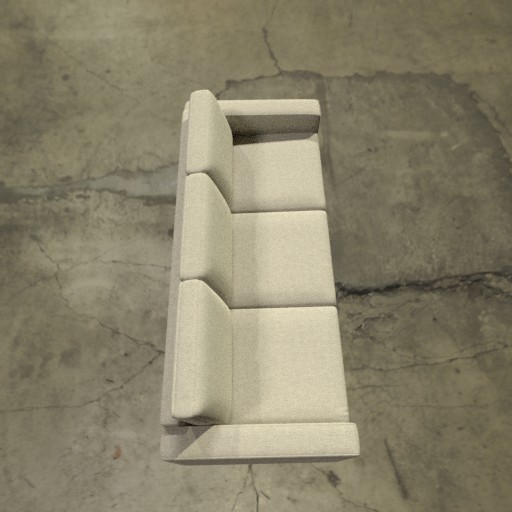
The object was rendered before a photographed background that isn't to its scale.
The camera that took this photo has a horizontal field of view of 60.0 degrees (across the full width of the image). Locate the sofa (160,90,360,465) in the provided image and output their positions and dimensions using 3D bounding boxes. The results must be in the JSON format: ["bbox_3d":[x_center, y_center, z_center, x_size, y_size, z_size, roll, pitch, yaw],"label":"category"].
[{"bbox_3d":[0.000,0.000,2.564,0.900,0.800,2.160,-1,63,-1],"label":"sofa"}]
